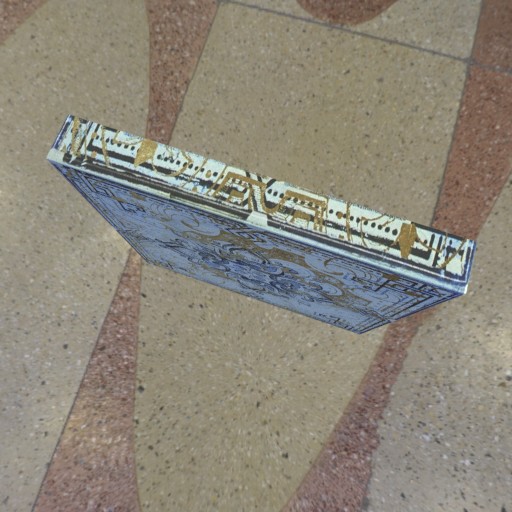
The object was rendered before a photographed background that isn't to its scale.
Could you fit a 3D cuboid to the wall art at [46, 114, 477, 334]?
[{"bbox_3d":[0.000,0.000,0.453,0.302,0.306,0.038,18,76,5],"label":"wall art"}]
